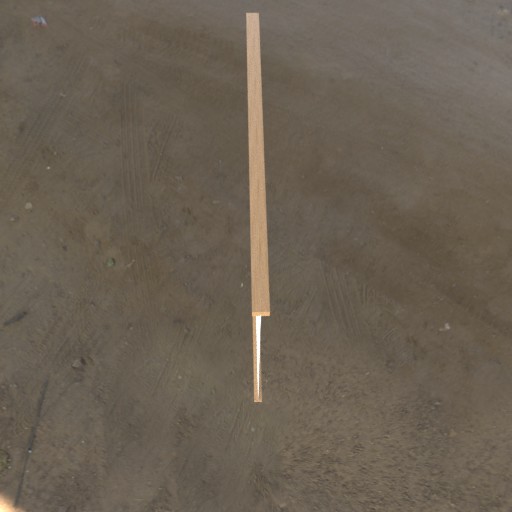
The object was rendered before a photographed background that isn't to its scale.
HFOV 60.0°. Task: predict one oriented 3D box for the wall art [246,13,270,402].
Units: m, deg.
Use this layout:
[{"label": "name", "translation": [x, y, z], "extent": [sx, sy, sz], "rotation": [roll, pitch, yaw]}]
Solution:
[{"label": "wall art", "translation": [0.000, 0.000, 1.268], "extent": [0.027, 1.020, 0.669], "rotation": [-1, 65, -1]}]
